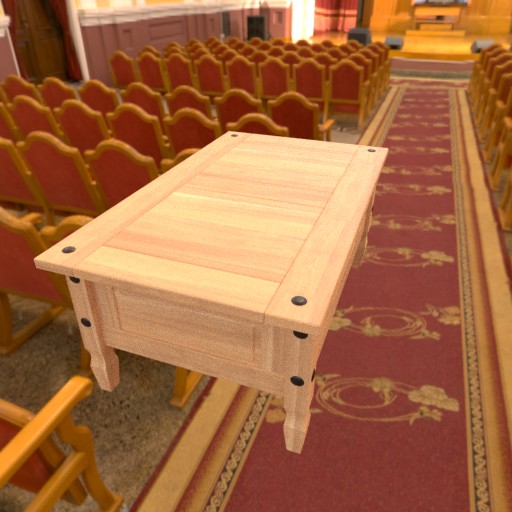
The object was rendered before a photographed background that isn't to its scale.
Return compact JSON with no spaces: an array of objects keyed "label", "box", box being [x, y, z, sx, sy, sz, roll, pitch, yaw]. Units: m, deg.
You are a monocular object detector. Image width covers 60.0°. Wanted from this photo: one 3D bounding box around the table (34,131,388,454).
[{"label":"table","box":[0.000,0.000,1.328,0.600,0.437,1.000,11,33,17]}]
